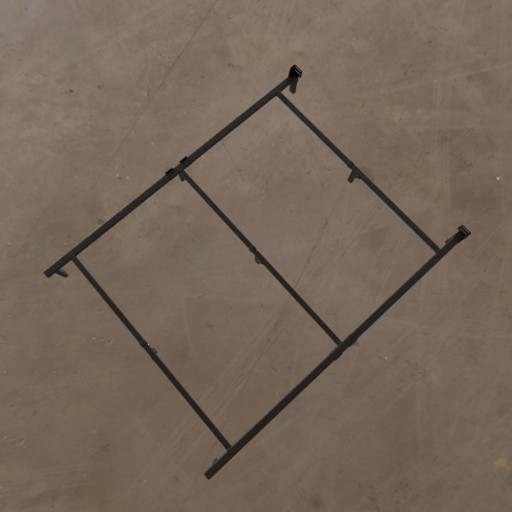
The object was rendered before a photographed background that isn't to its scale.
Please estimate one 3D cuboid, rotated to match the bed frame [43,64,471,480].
[{"bbox_3d":[0.000,0.000,2.645,1.990,0.248,1.498,-41,80,-9],"label":"bed frame"}]
